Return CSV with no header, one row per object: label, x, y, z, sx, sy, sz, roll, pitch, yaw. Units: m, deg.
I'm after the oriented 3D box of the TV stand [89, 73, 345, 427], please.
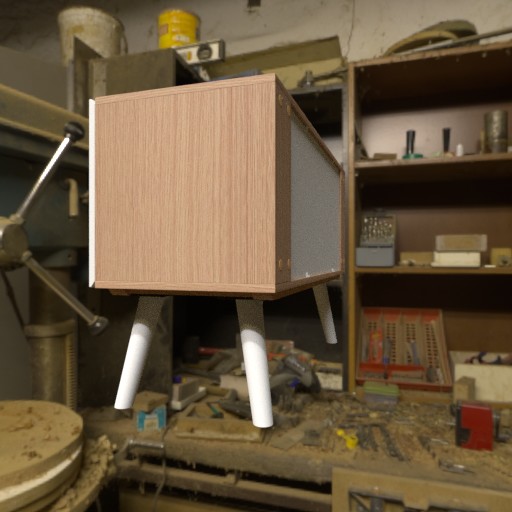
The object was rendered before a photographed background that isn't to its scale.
TV stand,0.000,0.000,1.334,0.407,0.660,0.991,0,0,19
